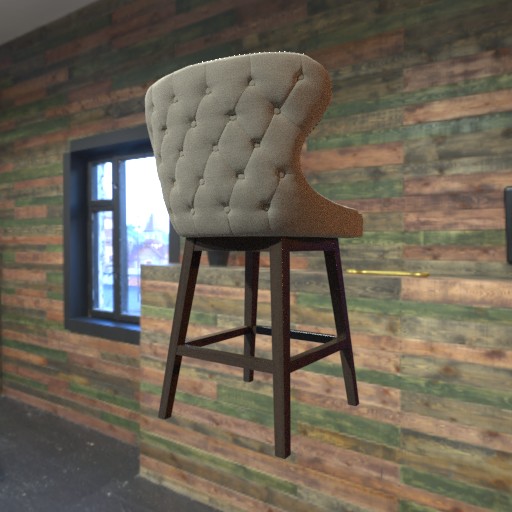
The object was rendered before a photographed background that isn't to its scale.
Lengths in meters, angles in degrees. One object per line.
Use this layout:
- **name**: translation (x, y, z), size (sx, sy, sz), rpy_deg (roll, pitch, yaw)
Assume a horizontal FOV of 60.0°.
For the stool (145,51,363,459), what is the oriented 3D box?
- **stool**: translation (0.000, 0.000, 1.349), size (0.615, 0.972, 0.597), rpy_deg (1, 2, 35)
